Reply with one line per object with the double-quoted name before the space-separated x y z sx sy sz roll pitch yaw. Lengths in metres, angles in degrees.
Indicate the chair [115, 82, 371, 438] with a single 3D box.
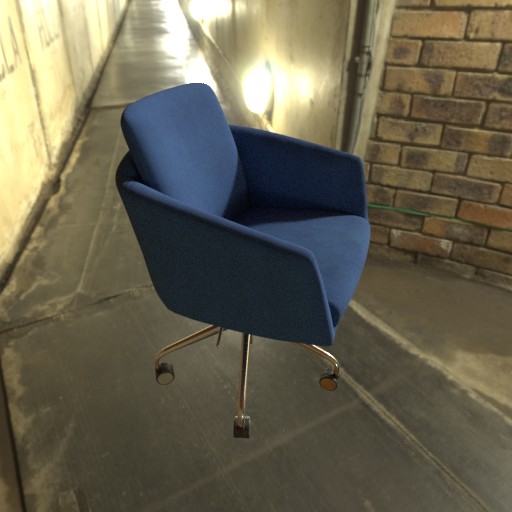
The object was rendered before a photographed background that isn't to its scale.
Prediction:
"chair" 0.000 0.000 1.336 0.635 0.908 0.641 11 33 18
